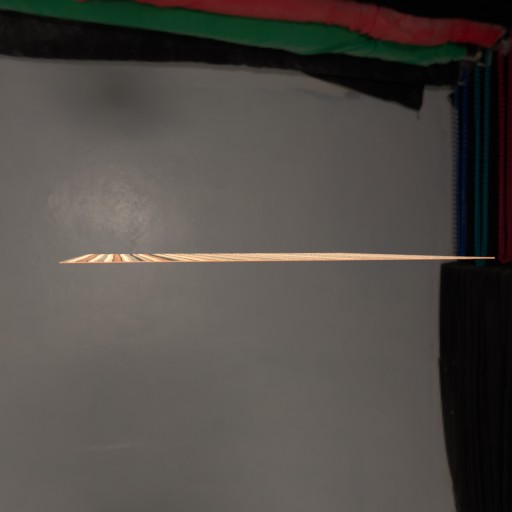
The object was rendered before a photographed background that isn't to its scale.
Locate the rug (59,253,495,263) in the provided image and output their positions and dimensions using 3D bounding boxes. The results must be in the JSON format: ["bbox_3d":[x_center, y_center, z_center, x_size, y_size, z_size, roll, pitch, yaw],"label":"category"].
[{"bbox_3d":[0.000,0.000,4.064,3.045,0.011,2.436,0,1,-17],"label":"rug"}]
